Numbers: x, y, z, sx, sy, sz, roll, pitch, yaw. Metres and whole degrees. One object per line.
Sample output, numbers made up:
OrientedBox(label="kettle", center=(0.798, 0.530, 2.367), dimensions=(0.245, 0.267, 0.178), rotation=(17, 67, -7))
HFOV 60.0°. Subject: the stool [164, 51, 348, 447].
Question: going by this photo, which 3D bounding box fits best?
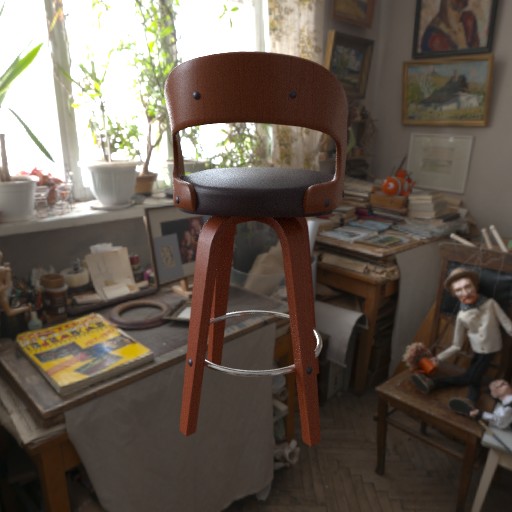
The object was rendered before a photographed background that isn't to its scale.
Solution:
OrientedBox(label="stool", center=(0.000, 0.000, 1.183), dimensions=(0.457, 0.940, 0.457), rotation=(2, 17, 7))
